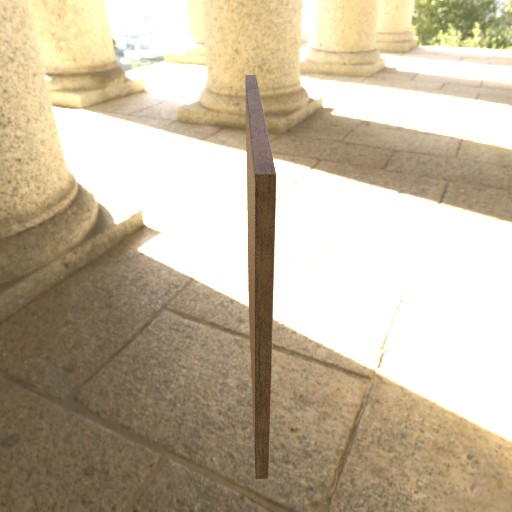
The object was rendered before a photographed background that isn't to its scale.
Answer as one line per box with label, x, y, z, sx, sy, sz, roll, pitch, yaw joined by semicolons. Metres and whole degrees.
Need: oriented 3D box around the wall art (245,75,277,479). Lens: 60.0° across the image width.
wall art;0.000;0.000;1.058;0.029;0.691;0.695;-1;32;-2
